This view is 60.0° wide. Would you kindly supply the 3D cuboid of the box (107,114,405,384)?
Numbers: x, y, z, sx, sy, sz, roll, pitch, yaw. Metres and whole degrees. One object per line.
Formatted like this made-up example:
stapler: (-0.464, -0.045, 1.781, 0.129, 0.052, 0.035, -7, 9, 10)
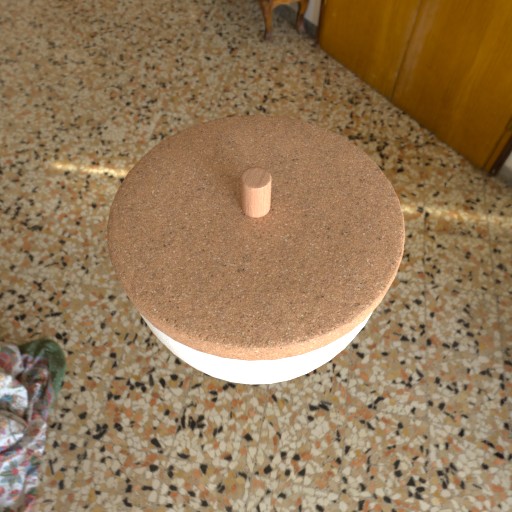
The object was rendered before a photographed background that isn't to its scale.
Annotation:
box: (0.000, 0.000, 0.186, 0.107, 0.094, 0.107, 0, 56, 0)
